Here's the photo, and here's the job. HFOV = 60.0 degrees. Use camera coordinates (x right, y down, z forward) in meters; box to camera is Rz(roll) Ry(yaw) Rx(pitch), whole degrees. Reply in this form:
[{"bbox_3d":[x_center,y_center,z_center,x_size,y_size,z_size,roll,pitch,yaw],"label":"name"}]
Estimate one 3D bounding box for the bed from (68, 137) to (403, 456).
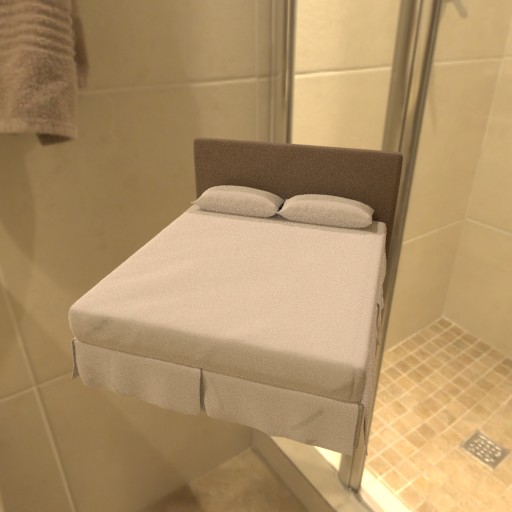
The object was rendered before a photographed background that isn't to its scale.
[{"bbox_3d":[0.000,0.000,3.602,2.119,1.317,2.341,8,29,15],"label":"bed"}]
